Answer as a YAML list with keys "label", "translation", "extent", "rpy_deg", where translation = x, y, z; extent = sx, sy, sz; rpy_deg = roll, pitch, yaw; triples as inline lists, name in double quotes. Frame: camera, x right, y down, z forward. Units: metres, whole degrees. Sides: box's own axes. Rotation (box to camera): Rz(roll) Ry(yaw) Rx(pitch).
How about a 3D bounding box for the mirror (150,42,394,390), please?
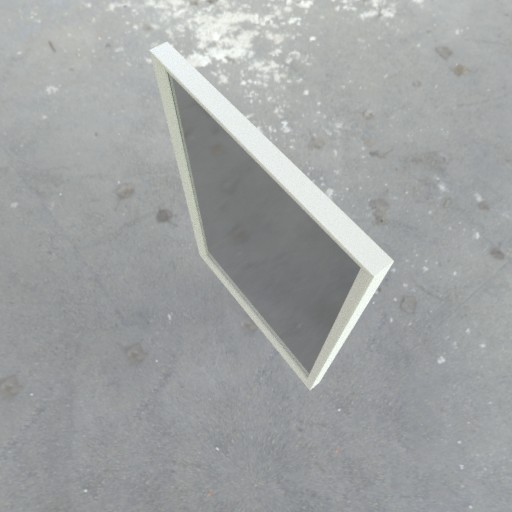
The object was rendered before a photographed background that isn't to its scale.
- label: "mirror"
  translation: [0.000, 0.000, 0.939]
  extent: [0.039, 0.710, 0.507]
  rpy_deg: [-35, 68, -16]
